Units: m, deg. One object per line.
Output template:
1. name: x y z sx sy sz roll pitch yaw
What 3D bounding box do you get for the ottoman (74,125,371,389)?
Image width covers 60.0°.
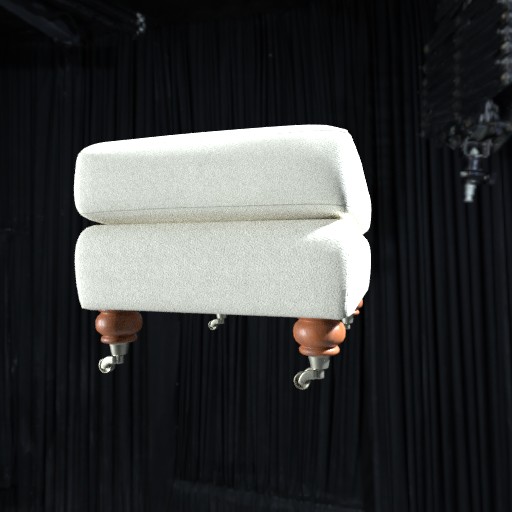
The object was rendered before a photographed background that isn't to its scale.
1. ottoman: 0.000 0.000 1.164 0.569 0.499 0.773 0 -1 16
